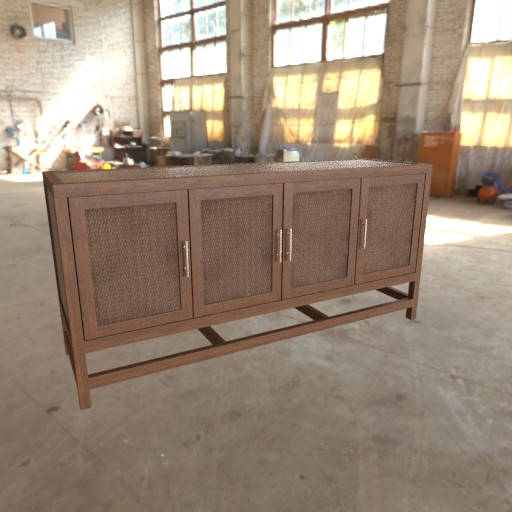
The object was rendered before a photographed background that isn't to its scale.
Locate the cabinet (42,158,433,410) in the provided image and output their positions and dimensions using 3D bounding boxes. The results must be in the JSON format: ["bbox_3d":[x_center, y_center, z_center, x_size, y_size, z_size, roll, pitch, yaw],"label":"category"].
[{"bbox_3d":[0.000,0.000,2.093,1.708,0.820,0.522,-9,18,-27],"label":"cabinet"}]
